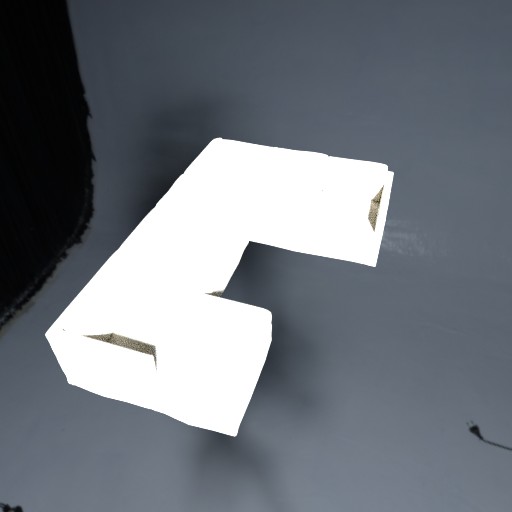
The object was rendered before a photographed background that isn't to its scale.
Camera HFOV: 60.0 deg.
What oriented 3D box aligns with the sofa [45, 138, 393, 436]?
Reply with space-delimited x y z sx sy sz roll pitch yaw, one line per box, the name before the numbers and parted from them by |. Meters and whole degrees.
sofa | 0.000 0.000 4.613 2.448 0.882 3.464 12 42 13
